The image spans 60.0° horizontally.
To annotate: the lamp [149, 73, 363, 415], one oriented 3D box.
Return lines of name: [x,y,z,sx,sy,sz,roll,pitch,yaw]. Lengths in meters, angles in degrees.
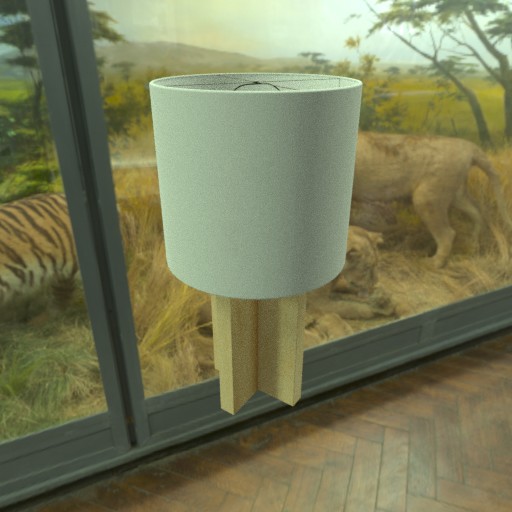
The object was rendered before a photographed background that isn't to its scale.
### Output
lamp: [0.000,0.000,0.579,0.229,0.428,0.229,17,31,30]
